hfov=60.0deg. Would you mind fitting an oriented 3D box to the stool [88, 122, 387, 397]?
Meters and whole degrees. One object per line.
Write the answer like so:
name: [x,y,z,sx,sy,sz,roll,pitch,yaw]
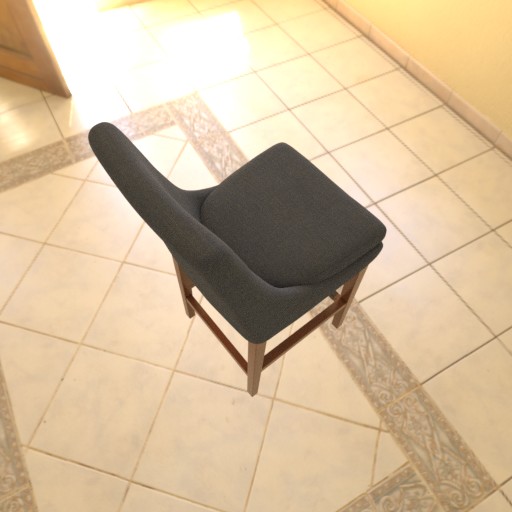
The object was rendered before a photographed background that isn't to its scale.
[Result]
stool: [0.000,0.000,1.288,0.577,0.981,0.470,-34,64,-20]
